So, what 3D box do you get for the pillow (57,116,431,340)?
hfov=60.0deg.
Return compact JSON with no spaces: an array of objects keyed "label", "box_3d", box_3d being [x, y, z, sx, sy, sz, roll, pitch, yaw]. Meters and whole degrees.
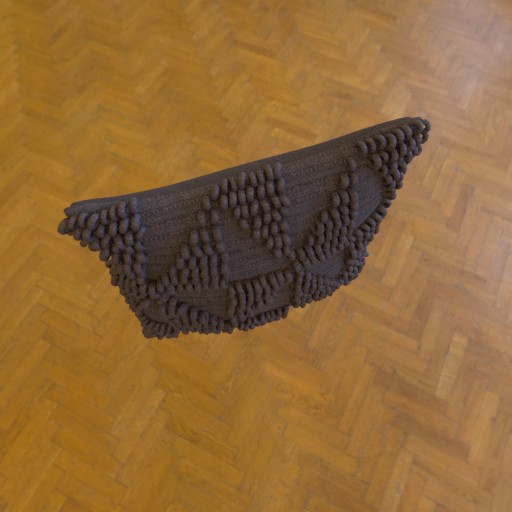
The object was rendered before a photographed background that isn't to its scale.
[{"label":"pillow","box_3d":[0.000,0.000,0.722,0.470,0.467,0.172,-17,64,-8]}]
